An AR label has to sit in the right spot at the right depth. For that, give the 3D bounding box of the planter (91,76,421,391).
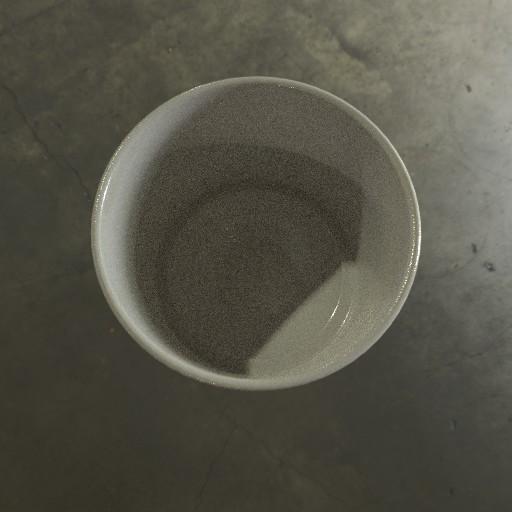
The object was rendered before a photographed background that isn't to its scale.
[{"bbox_3d":[0.000,0.000,0.344,0.193,0.177,0.193,0,76,0],"label":"planter"}]
